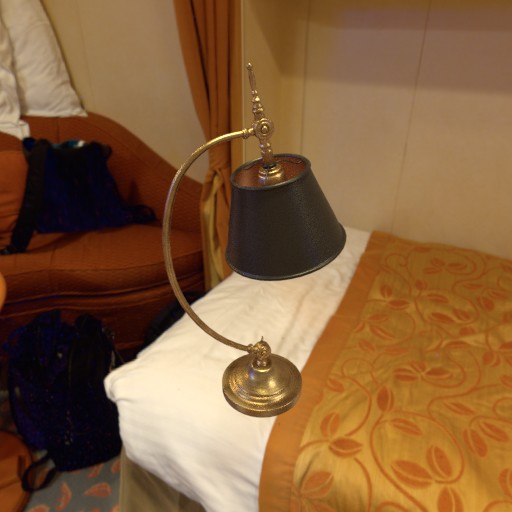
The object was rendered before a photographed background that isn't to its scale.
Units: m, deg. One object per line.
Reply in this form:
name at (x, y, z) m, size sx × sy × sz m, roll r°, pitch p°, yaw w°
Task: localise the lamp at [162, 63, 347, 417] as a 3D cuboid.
lamp at (0.000, 0.000, 0.841) m, size 0.344 × 0.675 × 0.235 m, roll -10°, pitch 31°, yaw -17°
